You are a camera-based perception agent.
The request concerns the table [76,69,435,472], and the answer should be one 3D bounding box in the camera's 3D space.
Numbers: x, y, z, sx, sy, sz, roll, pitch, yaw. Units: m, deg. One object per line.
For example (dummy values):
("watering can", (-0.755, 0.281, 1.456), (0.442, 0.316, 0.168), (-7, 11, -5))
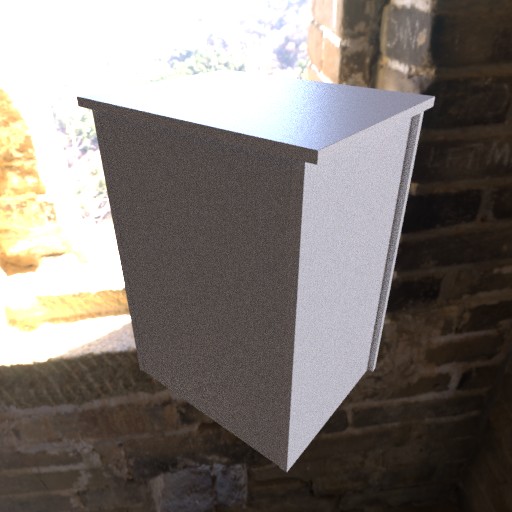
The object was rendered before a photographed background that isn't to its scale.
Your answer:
("table", (0.000, 0.000, 0.919), (0.480, 0.635, 0.381), (22, 37, 32))
